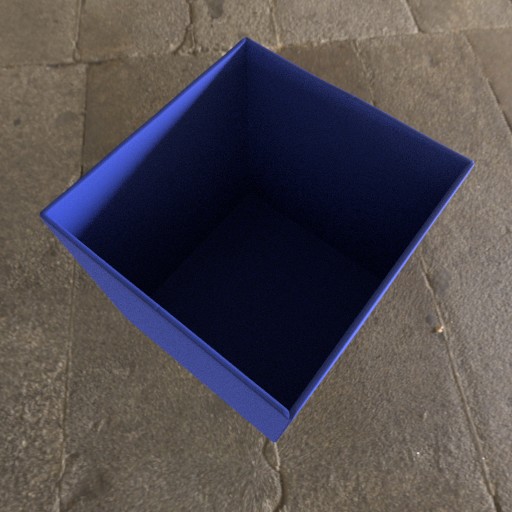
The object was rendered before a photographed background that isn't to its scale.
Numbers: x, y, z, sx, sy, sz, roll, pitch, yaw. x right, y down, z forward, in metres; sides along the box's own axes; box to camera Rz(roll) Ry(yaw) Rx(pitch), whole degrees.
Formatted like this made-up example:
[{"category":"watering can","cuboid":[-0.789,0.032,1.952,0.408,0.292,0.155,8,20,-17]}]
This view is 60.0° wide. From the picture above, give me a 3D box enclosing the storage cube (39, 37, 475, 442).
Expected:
[{"category":"storage cube","cuboid":[0.000,0.000,0.492,0.270,0.280,0.270,35,69,16]}]
